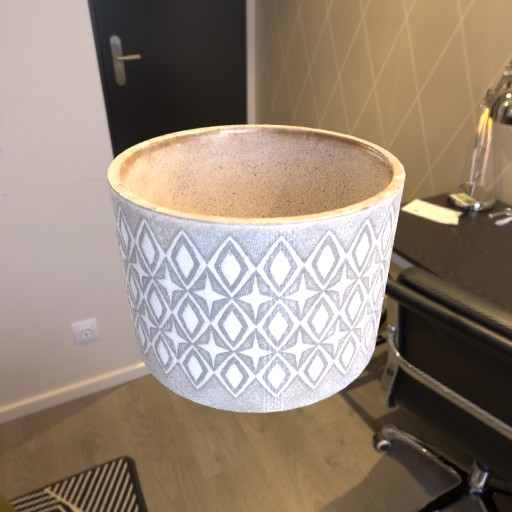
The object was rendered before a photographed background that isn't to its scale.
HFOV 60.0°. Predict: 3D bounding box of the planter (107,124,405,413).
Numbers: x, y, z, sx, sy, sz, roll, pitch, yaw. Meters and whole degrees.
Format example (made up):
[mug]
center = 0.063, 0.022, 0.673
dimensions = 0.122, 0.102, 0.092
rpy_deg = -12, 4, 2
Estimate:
[planter]
center = 0.000, 0.000, 0.323
dimensions = 0.186, 0.144, 0.186
rpy_deg = 0, 30, 0
